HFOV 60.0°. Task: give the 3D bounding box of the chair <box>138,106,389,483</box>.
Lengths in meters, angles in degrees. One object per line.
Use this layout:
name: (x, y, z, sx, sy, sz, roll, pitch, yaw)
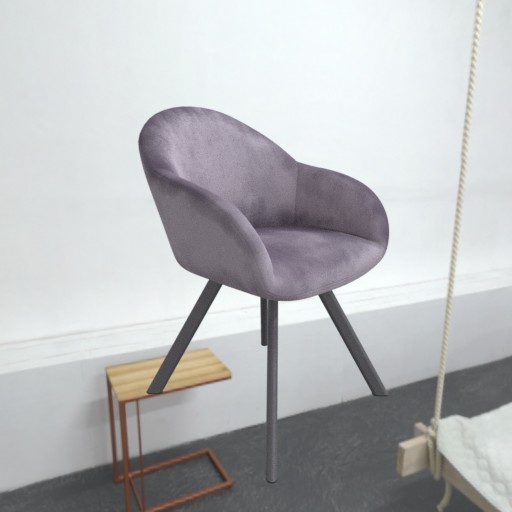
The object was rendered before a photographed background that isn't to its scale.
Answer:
chair: (0.000, 0.000, 1.200, 0.550, 0.795, 0.590, -14, 20, -43)
